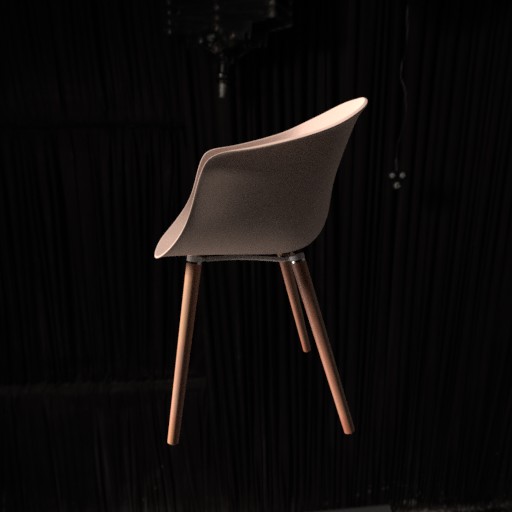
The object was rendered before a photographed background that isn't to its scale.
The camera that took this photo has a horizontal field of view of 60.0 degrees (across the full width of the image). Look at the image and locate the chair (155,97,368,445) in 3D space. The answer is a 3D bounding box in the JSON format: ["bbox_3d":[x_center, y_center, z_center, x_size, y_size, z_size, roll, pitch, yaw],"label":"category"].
[{"bbox_3d":[0.000,0.000,1.156,0.504,0.781,0.593,-2,14,-7],"label":"chair"}]
